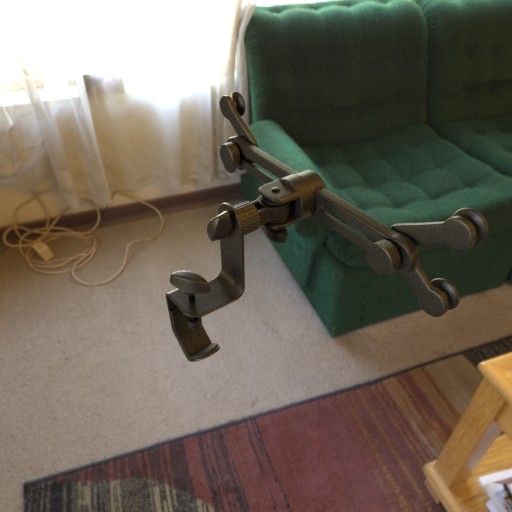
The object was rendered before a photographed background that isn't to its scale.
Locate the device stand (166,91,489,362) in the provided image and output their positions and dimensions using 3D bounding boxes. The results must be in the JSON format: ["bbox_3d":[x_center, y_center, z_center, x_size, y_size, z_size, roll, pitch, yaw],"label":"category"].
[{"bbox_3d":[0.000,0.000,0.359,0.142,0.166,0.270,-25,46,-27],"label":"device stand"}]
